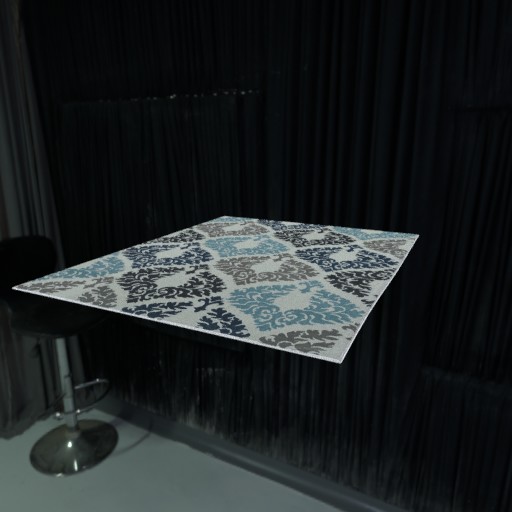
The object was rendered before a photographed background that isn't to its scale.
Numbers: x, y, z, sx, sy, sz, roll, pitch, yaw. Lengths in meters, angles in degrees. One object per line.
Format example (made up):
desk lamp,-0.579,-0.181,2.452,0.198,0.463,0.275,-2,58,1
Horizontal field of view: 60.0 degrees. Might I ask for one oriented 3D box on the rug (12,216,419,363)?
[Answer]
rug,0.000,0.000,3.980,2.423,0.014,3.040,8,18,25
